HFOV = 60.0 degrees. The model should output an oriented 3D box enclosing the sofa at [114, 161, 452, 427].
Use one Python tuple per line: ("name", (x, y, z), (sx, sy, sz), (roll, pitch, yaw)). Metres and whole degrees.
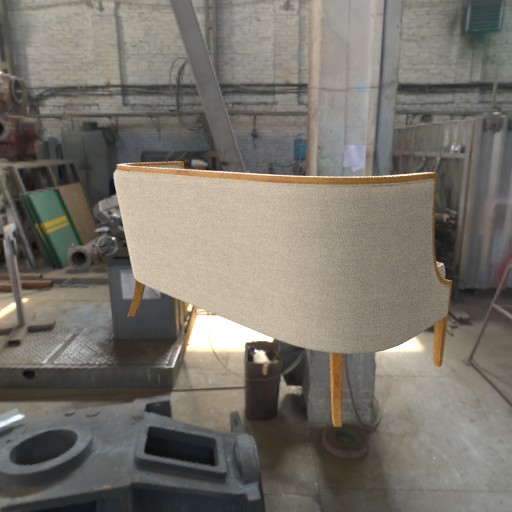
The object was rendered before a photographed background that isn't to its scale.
("sofa", (0.000, 0.000, 1.958), (0.770, 0.775, 1.474), (-13, 19, -43))
